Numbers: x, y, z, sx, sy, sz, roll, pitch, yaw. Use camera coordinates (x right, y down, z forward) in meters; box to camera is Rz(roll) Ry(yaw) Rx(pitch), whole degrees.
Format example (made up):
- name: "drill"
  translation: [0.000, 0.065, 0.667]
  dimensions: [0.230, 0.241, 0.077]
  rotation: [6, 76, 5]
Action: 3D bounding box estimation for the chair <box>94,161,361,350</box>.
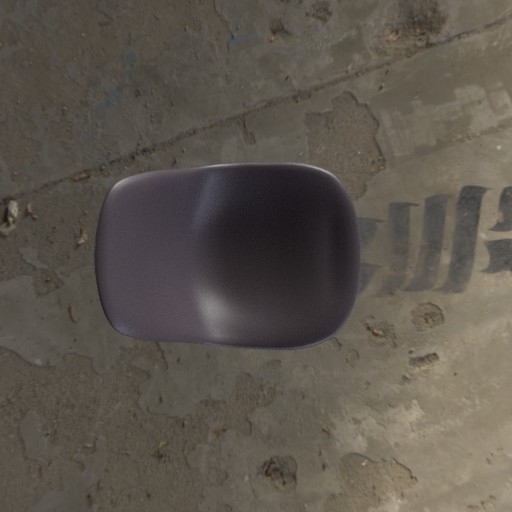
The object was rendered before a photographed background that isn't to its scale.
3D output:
- name: "chair"
  translation: [0.000, 0.000, 1.134]
  dimensions: [0.533, 0.825, 0.470]
  rotation: [0, 90, -1]
